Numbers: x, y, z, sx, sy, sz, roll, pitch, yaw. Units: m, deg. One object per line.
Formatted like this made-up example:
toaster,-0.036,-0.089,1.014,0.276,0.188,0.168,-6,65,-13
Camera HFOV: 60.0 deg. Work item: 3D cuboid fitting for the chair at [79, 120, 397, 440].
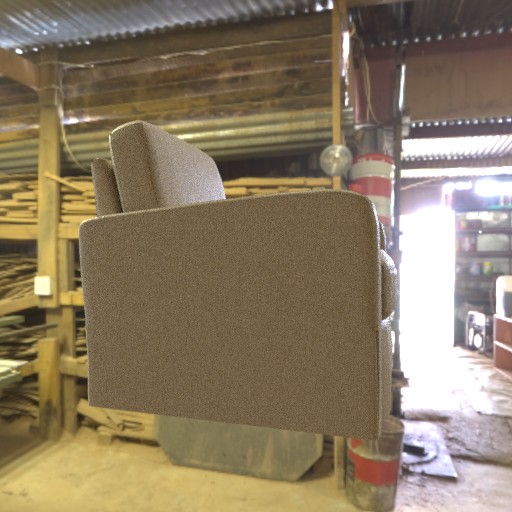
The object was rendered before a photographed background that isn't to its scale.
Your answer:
chair,0.000,0.000,1.464,0.888,0.827,0.755,0,0,18
